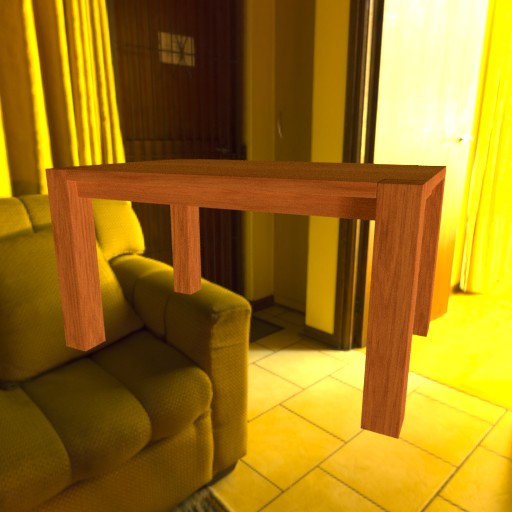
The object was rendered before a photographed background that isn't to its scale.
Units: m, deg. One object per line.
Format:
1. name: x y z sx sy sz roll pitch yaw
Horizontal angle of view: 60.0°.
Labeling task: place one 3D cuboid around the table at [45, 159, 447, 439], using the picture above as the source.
1. table: 0.000 0.000 1.921 1.400 0.760 0.900 7 17 25
